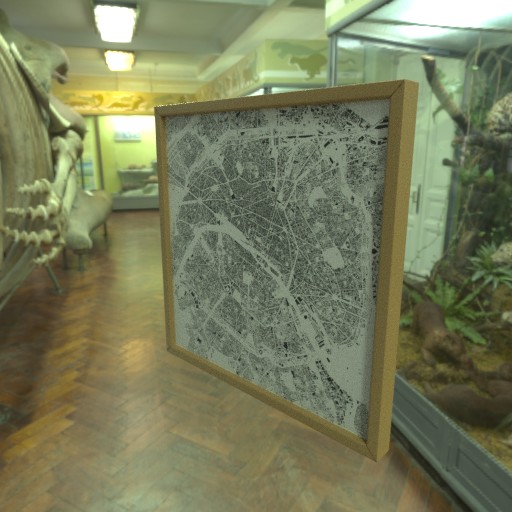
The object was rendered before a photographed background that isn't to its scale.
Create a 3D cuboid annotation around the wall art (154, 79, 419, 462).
[{"bbox_3d":[0.000,0.000,0.750,0.509,0.509,0.036,13,19,42],"label":"wall art"}]
